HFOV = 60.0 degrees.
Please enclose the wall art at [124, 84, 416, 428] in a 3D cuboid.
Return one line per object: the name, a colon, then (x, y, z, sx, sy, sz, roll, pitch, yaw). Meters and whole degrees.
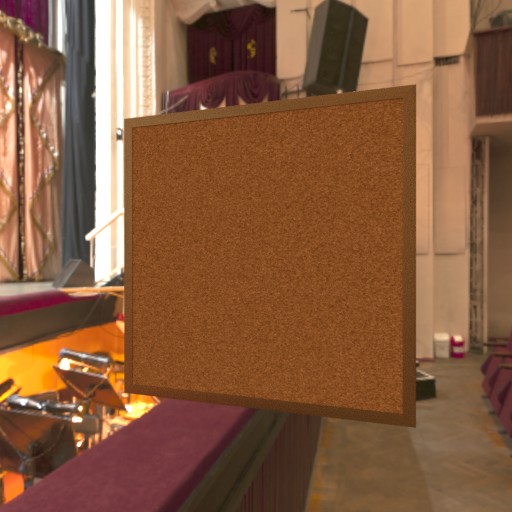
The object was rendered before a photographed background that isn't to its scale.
wall art: (0.000, 0.000, 1.129, 0.767, 0.765, 0.036, 0, 0, 19)
